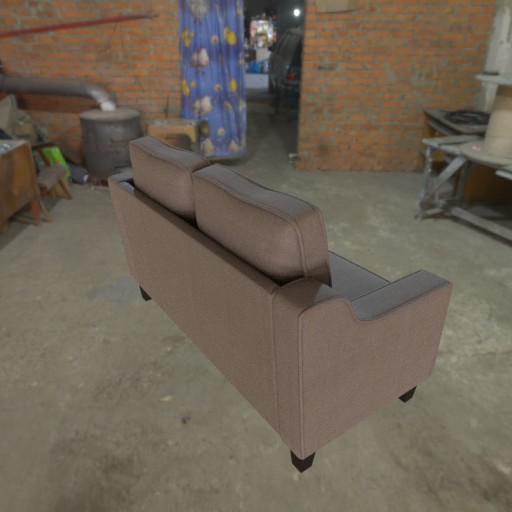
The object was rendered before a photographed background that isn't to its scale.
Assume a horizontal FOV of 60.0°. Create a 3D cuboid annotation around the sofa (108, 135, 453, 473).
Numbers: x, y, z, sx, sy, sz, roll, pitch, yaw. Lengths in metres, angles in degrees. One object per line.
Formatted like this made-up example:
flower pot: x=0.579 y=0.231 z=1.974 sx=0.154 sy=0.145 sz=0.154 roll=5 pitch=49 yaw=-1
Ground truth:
sofa: x=0.000 y=0.000 z=2.018 sx=0.791 sy=0.948 sz=1.500 roll=-18 pitch=32 yaw=-31
